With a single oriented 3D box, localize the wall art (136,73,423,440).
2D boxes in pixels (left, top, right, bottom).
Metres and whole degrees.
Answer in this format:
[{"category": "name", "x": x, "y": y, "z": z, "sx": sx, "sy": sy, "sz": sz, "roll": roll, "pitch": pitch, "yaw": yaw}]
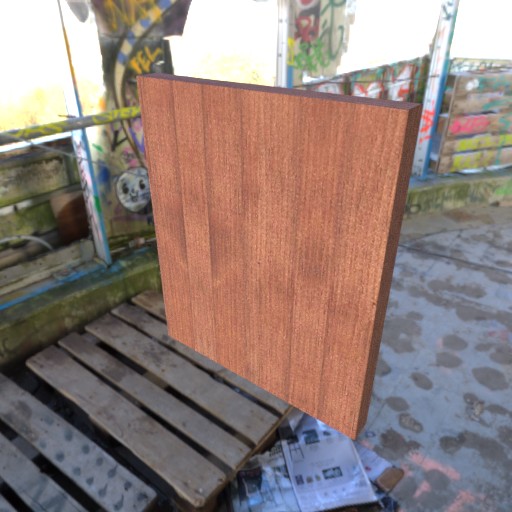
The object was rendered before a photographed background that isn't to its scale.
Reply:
[{"category": "wall art", "x": 0.000, "y": 0.000, "z": 0.625, "sx": 0.377, "sy": 0.449, "sz": 0.039, "roll": 20, "pitch": 35, "yaw": 32}]
